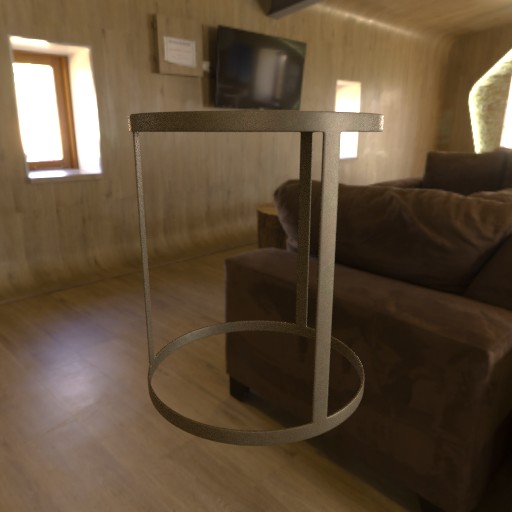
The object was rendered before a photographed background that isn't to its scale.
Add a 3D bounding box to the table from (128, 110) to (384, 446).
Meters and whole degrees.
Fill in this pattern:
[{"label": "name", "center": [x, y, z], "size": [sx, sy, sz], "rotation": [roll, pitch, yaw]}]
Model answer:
[{"label": "table", "center": [0.000, 0.000, 0.940], "size": [0.480, 0.565, 0.480], "rotation": [0, 16, 0]}]
